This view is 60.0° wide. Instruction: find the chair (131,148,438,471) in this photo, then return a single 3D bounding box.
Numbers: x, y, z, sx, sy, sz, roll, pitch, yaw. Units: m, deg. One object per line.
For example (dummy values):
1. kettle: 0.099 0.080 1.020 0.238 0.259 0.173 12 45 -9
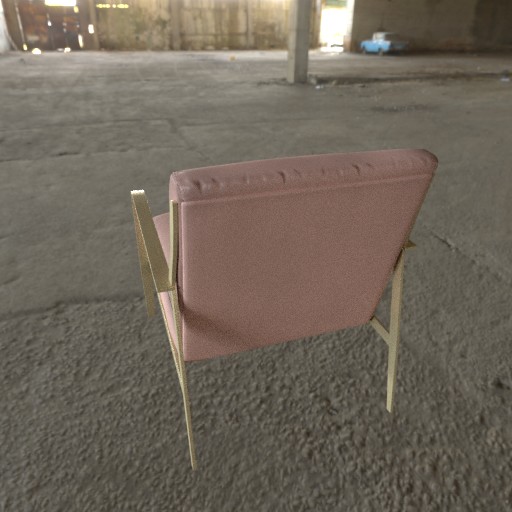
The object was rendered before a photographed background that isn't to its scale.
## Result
1. chair: 0.000 0.000 1.441 0.701 0.823 0.848 -9 28 -17
